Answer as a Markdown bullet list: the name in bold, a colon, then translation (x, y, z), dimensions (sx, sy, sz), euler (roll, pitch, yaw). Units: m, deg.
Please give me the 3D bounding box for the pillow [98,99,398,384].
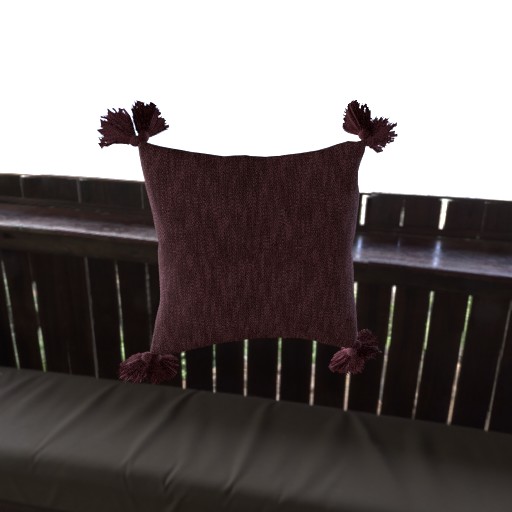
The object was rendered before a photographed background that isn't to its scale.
- **pillow**: translation (0.000, 0.000, 0.972), dimensions (0.641, 0.659, 0.138), euler (-2, 17, -7)
